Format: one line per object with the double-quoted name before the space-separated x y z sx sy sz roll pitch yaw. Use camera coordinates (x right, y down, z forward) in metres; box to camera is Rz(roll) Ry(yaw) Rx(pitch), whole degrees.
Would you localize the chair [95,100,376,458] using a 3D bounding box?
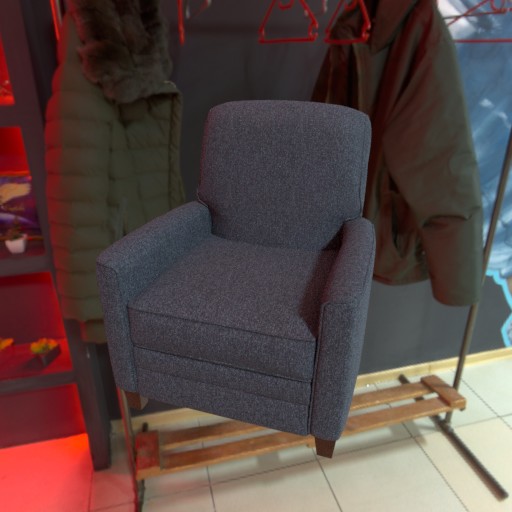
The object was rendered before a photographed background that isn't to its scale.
"chair" 0.000 0.000 1.628 0.839 1.016 0.850 8 26 16
